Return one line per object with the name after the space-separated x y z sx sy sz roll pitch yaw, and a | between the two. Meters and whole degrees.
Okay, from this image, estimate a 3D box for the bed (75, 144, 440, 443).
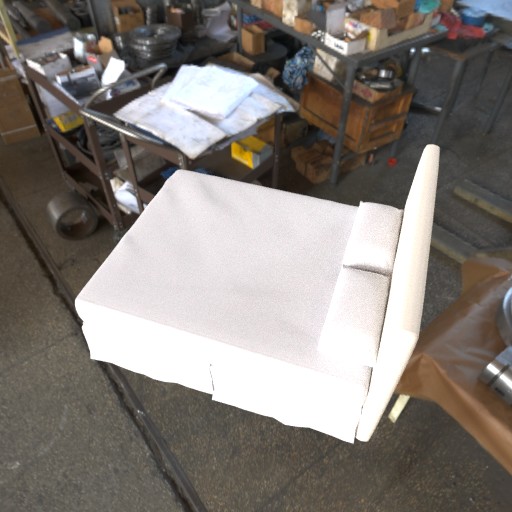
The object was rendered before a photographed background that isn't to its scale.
0.000 0.000 3.213 2.142 1.330 1.713 14 48 13 | bed
